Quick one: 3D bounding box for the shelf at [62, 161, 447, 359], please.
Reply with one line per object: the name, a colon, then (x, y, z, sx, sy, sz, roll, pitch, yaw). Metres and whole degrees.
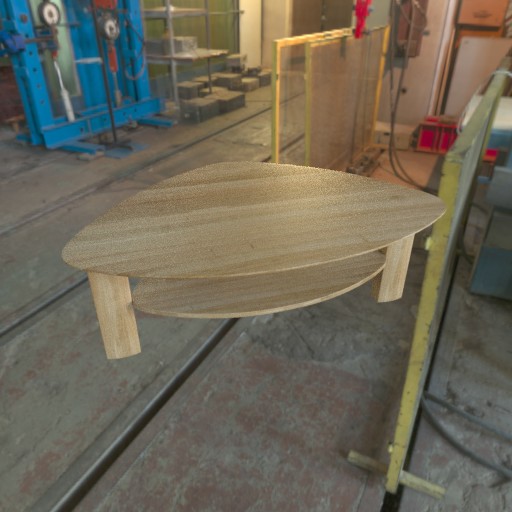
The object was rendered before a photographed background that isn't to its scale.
shelf: (0.000, 0.000, 1.641, 1.240, 0.439, 0.863, -9, 32, -15)
